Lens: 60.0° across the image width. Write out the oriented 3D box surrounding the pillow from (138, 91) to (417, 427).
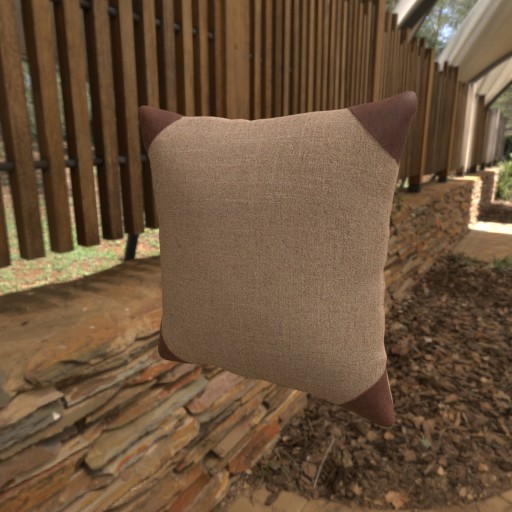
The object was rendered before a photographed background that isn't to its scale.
[{"bbox_3d":[0.000,0.000,0.667,0.437,0.448,0.147,7,16,27],"label":"pillow"}]
